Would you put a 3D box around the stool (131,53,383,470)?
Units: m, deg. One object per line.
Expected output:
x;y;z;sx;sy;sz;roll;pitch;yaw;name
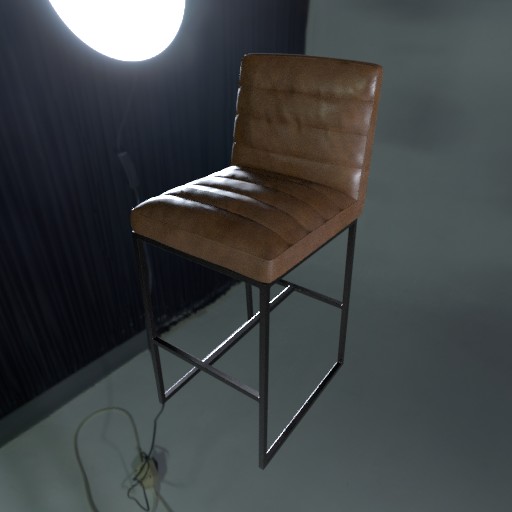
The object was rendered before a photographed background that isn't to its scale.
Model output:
0.000;0.000;1.339;0.463;1.065;0.562;20;36;30;stool
